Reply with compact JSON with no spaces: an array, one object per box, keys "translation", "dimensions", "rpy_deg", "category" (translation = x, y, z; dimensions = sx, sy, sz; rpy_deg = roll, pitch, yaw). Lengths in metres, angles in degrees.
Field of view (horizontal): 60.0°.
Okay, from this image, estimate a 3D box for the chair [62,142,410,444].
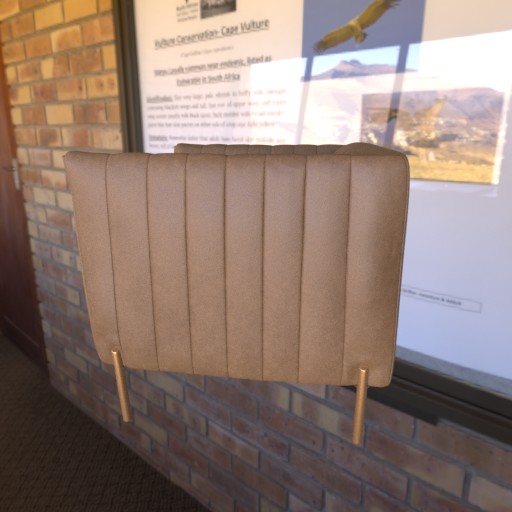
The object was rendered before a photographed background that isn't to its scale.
[{"translation":[0.000,0.000,1.588],"dimensions":[0.876,0.779,0.981],"rpy_deg":[3,16,9],"category":"chair"}]
